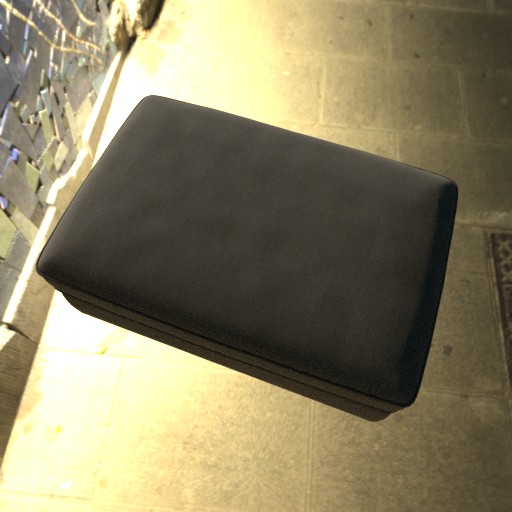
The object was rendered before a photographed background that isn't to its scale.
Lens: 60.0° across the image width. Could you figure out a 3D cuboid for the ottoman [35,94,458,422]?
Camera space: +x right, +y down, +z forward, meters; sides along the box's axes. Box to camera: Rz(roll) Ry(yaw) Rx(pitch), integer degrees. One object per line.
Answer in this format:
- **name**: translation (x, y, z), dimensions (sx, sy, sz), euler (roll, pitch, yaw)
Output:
- **ottoman**: translation (0.000, 0.000, 1.275), dimensions (0.941, 0.480, 0.636), euler (18, 65, 9)
